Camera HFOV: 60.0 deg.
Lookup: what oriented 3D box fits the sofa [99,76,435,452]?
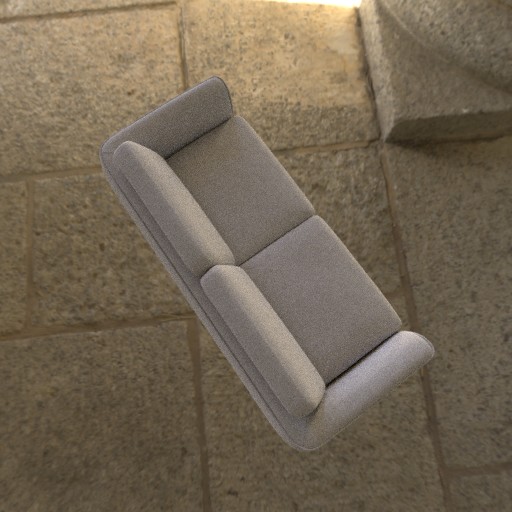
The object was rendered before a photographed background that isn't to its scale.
[{"bbox_3d":[0.000,0.000,2.535,0.920,0.850,2.000,-35,79,-8],"label":"sofa"}]
